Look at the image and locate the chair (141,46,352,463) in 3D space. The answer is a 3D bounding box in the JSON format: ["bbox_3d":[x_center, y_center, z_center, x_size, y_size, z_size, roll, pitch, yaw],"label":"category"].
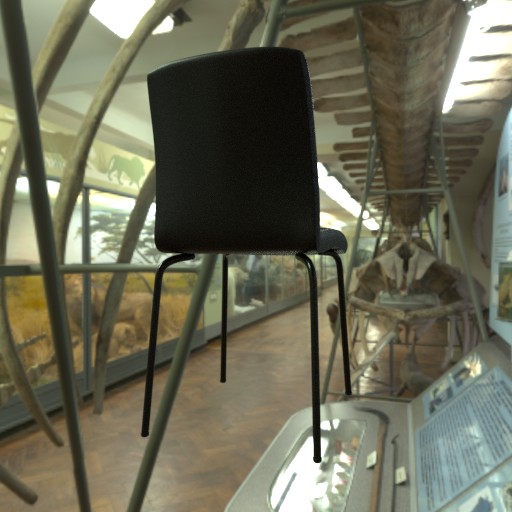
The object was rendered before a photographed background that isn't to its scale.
[{"bbox_3d":[0.000,0.000,1.206,0.450,0.872,0.572,0,0,19],"label":"chair"}]
